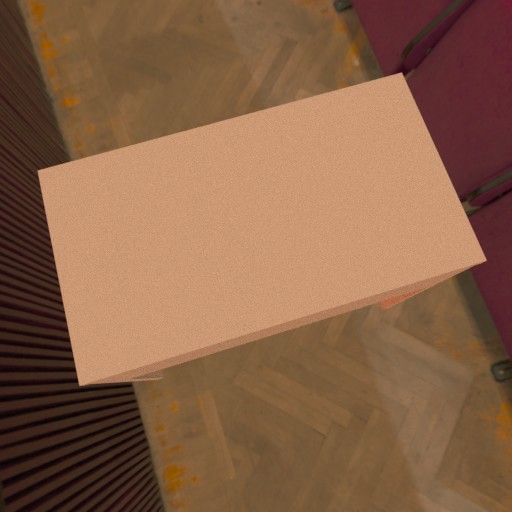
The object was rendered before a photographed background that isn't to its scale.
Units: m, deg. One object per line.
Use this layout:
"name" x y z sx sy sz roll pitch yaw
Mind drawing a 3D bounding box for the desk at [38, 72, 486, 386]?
"desk" 0.000 0.000 1.345 0.900 0.729 0.498 -16 76 -4
